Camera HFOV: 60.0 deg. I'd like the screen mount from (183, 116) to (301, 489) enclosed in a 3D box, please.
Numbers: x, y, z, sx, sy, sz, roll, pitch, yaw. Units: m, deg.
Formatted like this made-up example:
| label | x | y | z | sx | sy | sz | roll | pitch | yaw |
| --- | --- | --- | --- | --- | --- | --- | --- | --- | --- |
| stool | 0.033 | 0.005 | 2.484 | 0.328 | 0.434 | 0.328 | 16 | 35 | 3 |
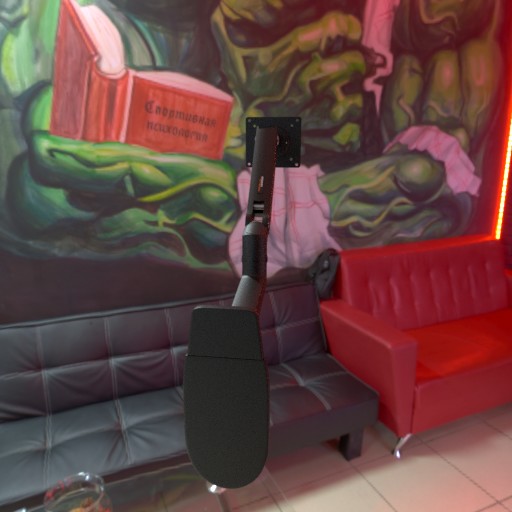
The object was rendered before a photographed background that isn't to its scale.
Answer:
| label | x | y | z | sx | sy | sz | roll | pitch | yaw |
| --- | --- | --- | --- | --- | --- | --- | --- | --- | --- |
| screen mount | 0.000 | 0.000 | 0.725 | 0.115 | 0.466 | 0.495 | 2 | 14 | 8 |
